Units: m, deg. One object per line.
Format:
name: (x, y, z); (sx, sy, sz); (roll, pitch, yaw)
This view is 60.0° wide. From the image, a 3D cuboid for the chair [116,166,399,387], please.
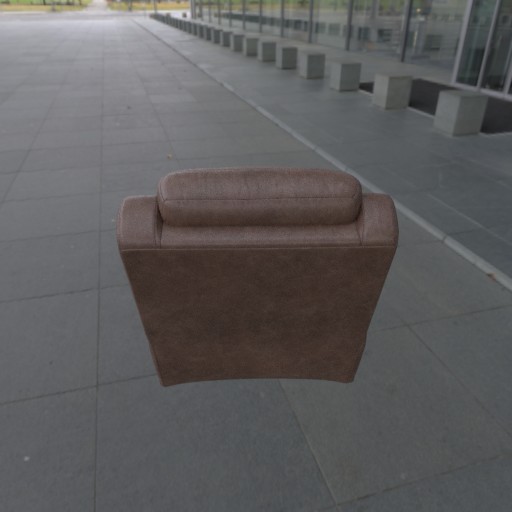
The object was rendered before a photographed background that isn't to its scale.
chair: (0.000, 0.000, 1.807); (0.940, 0.990, 1.067); (-1, 30, -1)
